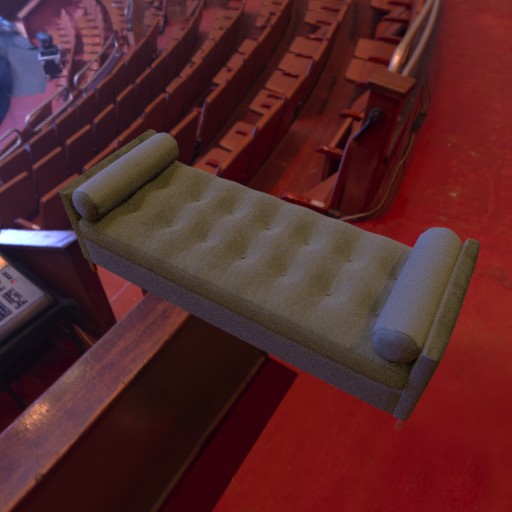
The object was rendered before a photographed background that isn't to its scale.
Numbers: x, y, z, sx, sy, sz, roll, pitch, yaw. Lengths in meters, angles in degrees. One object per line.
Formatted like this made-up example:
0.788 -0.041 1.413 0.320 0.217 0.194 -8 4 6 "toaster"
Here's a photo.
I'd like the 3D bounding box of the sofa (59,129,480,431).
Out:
0.000 0.000 2.486 2.102 0.705 0.796 23 50 21 "sofa"
